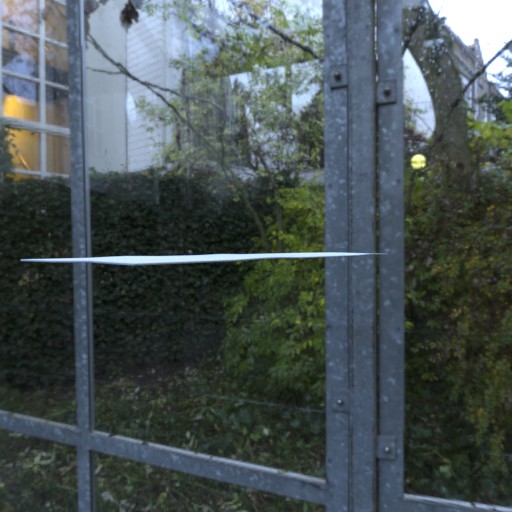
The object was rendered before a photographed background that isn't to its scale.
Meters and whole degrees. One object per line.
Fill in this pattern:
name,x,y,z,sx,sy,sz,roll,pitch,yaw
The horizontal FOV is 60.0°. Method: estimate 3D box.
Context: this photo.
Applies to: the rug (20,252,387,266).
rug,0.000,0.000,2.689,0.762,0.013,2.439,1,2,36
